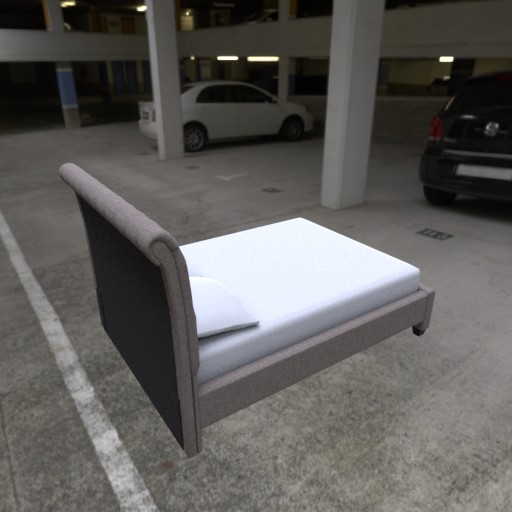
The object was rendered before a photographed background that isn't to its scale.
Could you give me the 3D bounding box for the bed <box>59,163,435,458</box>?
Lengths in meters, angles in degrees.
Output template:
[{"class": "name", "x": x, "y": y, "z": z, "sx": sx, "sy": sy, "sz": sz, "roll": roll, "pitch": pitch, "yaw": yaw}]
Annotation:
[{"class": "bed", "x": 0.000, "y": 0.000, "z": 3.335, "sx": 2.252, "sy": 1.371, "sz": 1.645, "roll": -16, "pitch": 29, "yaw": -31}]
